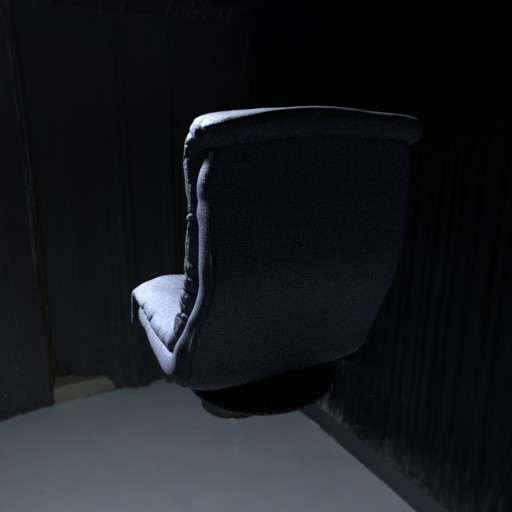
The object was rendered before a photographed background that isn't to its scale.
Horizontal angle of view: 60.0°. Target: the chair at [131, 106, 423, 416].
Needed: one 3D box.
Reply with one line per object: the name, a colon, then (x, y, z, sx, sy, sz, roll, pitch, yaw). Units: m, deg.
chair: (0.000, 0.000, 1.231, 0.597, 0.749, 0.668, -7, 16, -26)
